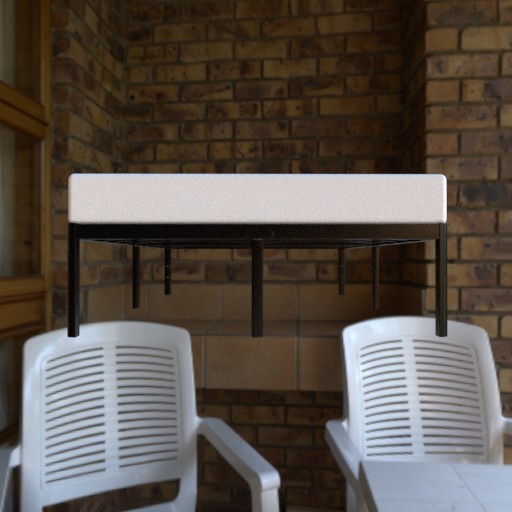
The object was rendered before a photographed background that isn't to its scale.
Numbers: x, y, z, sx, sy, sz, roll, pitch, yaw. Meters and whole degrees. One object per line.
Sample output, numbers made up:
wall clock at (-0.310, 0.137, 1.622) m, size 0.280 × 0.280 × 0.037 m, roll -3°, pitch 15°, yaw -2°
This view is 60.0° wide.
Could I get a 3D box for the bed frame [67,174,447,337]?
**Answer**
bed frame at (0.000, 0.000, 2.797) m, size 1.557 × 0.659 × 2.072 m, roll 0°, pitch 0°, yaw 0°
